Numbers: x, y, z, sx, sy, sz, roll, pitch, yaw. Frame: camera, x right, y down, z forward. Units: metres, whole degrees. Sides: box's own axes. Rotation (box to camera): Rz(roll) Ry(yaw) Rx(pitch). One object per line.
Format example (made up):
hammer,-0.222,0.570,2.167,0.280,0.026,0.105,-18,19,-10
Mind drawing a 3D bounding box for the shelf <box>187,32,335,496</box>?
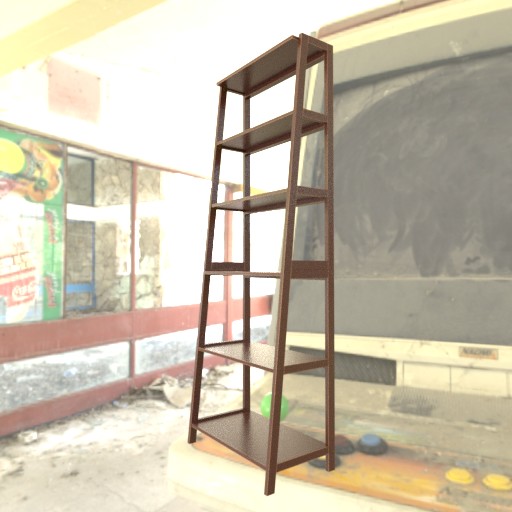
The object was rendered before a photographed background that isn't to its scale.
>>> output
shelf,0.000,0.000,2.126,0.381,1.892,0.660,1,-2,-37
